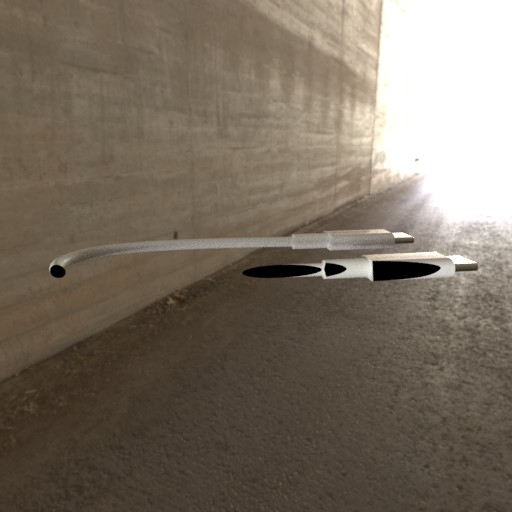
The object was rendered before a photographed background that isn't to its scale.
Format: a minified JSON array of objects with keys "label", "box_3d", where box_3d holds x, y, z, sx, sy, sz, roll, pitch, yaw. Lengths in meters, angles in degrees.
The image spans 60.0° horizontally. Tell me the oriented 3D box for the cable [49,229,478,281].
[{"label":"cable","box_3d":[0.000,0.000,0.114,0.098,0.005,0.041,-2,14,-9]}]
